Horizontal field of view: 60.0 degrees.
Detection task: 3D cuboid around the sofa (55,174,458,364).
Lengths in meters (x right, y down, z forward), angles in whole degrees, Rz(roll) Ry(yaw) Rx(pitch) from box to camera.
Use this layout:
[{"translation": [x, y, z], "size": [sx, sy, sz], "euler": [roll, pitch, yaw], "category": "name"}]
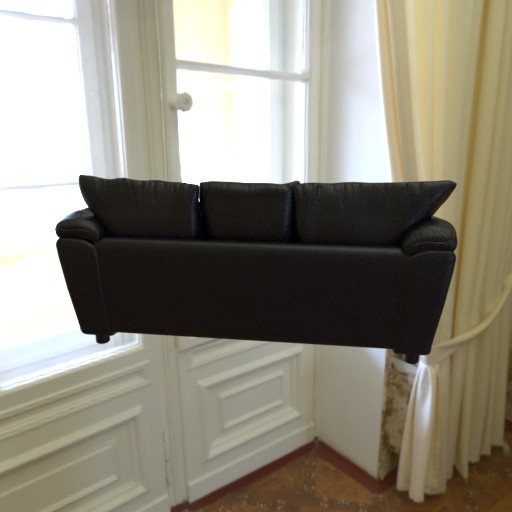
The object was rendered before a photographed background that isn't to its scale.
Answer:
[{"translation": [0.000, 0.000, 2.880], "size": [2.336, 1.073, 0.880], "euler": [2, 16, 7], "category": "sofa"}]
